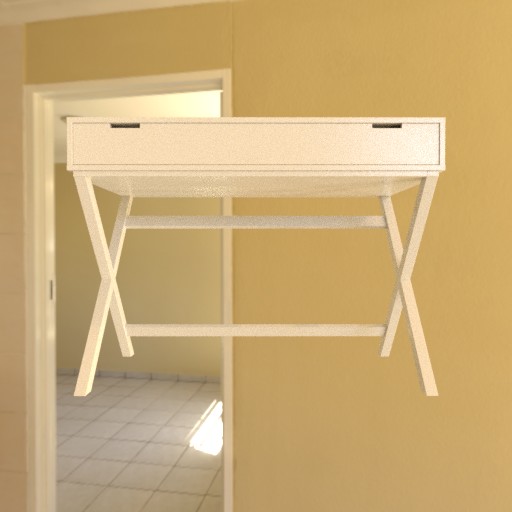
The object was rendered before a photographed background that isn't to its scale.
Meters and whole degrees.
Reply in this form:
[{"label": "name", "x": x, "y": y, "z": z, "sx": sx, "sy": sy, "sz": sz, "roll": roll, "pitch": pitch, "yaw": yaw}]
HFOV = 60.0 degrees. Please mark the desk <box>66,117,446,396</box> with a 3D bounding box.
[{"label": "desk", "x": 0.000, "y": 0.000, "z": 1.493, "sx": 1.059, "sy": 0.780, "sz": 0.509, "roll": 0, "pitch": 1, "yaw": 0}]
